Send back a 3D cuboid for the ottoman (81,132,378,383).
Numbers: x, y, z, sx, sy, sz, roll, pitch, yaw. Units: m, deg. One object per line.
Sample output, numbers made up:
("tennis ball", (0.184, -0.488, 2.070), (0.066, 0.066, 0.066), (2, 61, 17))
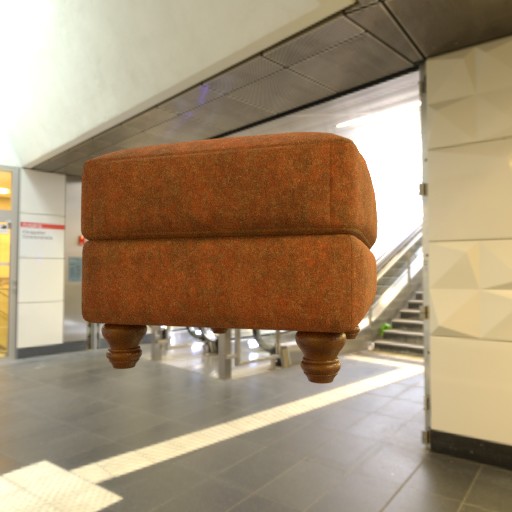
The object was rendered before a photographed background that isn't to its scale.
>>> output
("ottoman", (0.000, 0.000, 1.207), (0.635, 0.508, 0.787), (-1, -2, 17))
